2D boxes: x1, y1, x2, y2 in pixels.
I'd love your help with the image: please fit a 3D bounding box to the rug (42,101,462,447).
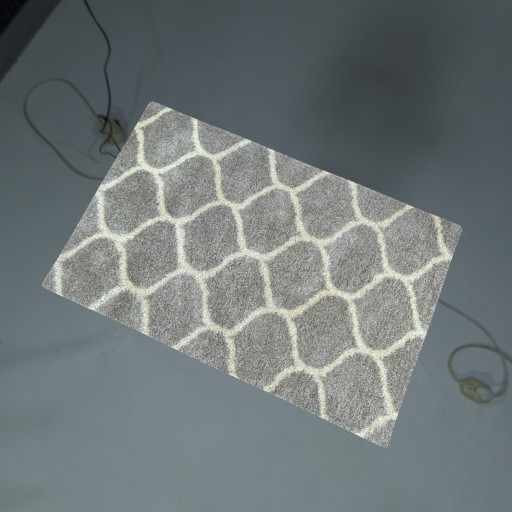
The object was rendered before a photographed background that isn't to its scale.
[{"bbox_3d":[0.000,0.000,2.899,2.348,0.025,1.501,23,76,6],"label":"rug"}]
